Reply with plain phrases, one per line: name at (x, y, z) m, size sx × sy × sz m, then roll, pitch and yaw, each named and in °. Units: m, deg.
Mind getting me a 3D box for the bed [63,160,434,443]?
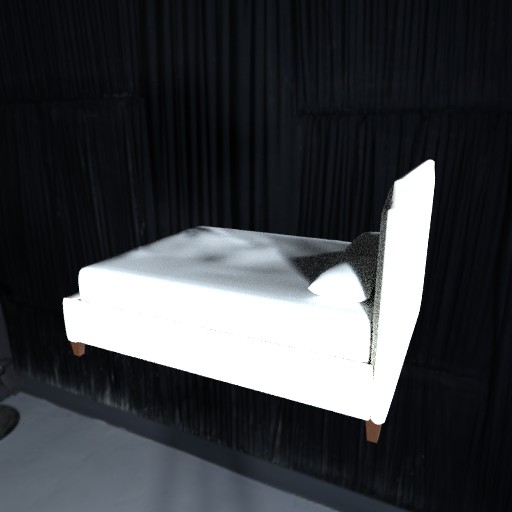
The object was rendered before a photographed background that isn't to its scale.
bed at (0.000, 0.000, 3.415) m, size 2.365 × 1.443 × 1.712 m, roll 8°, pitch 18°, yaw 24°
